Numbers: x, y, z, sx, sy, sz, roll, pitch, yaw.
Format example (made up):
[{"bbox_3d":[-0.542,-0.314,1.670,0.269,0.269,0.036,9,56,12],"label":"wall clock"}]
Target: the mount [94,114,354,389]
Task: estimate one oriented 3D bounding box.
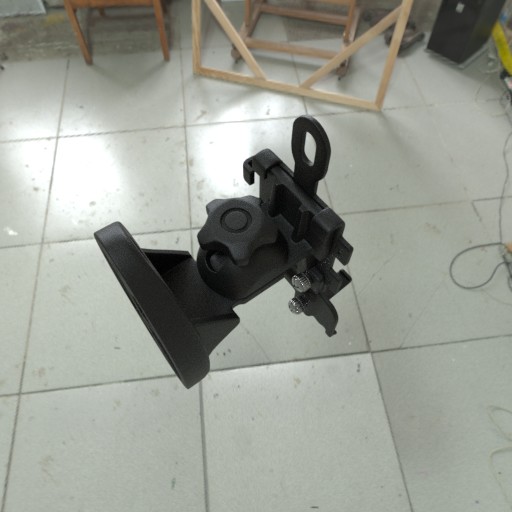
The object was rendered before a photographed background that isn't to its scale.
[{"bbox_3d":[0.000,0.000,0.179,0.100,0.118,0.066,-32,65,-18],"label":"mount"}]
